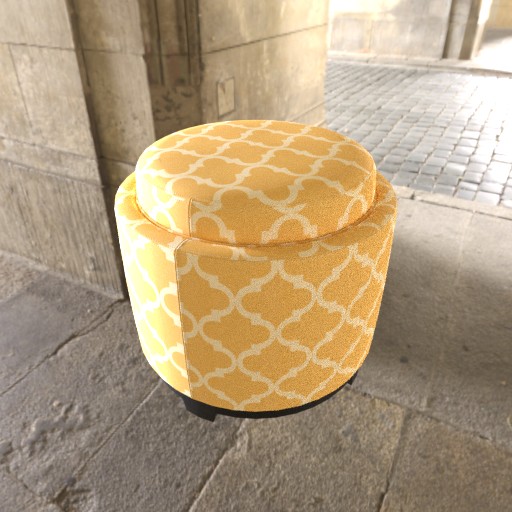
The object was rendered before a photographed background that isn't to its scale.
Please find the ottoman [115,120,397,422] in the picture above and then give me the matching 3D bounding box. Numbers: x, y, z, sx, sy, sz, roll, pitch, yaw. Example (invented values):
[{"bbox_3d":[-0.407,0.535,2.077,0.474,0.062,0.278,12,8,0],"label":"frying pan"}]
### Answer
[{"bbox_3d":[0.000,0.000,0.842,0.480,0.429,0.480,0,33,0],"label":"ottoman"}]
